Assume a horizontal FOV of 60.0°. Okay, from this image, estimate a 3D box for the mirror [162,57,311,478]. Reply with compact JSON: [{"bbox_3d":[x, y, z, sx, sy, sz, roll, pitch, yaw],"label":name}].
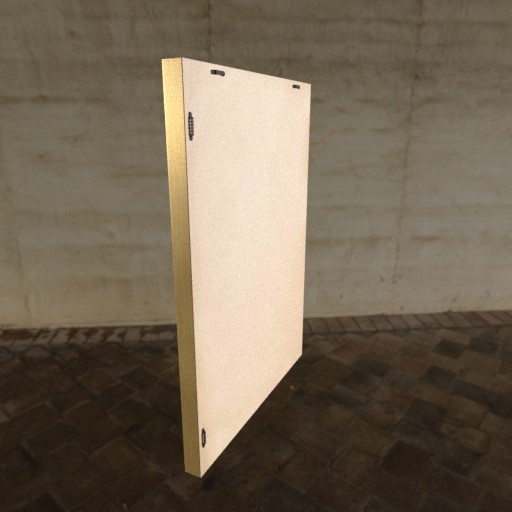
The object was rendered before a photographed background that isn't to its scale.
[{"bbox_3d":[0.000,0.000,0.933,0.040,0.710,0.507,8,19,26],"label":"mirror"}]
